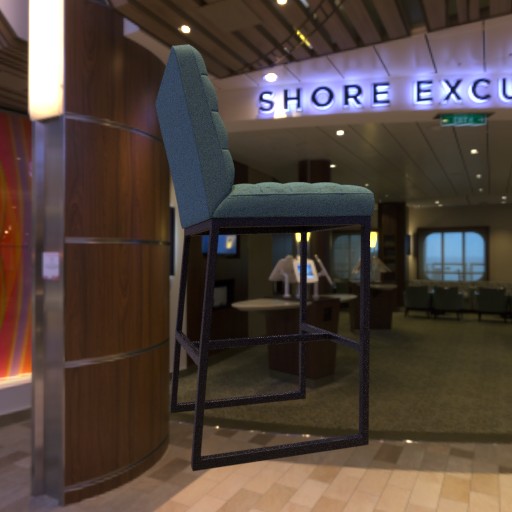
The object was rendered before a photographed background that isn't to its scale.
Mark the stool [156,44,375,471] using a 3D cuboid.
[{"bbox_3d":[0.000,0.000,1.348,0.560,1.040,0.460,0,0,-18],"label":"stool"}]
